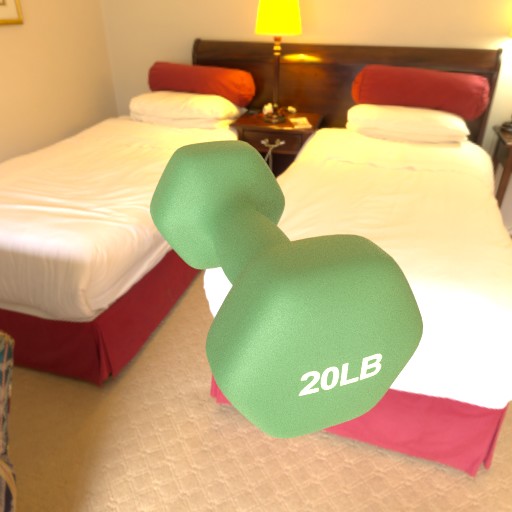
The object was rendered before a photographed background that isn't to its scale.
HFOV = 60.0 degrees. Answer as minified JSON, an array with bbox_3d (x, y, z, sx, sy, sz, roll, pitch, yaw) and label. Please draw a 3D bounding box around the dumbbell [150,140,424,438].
[{"bbox_3d":[0.000,0.000,0.328,0.126,0.114,0.257,-10,32,-17],"label":"dumbbell"}]
